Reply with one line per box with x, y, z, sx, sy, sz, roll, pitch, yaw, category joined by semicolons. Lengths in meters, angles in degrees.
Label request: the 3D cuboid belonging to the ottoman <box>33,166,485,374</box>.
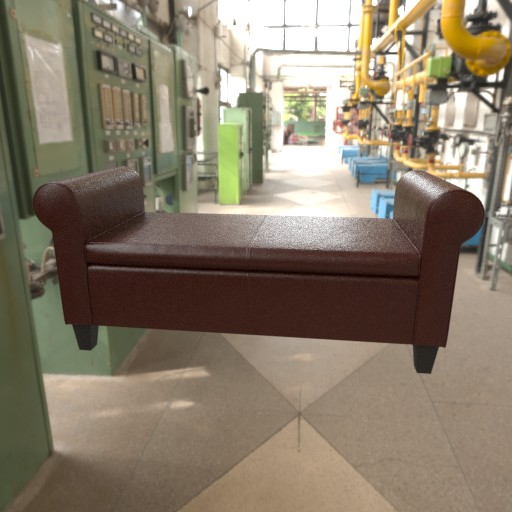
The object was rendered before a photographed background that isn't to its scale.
0.000;0.000;1.516;1.256;0.547;0.521;2;17;7;ottoman
